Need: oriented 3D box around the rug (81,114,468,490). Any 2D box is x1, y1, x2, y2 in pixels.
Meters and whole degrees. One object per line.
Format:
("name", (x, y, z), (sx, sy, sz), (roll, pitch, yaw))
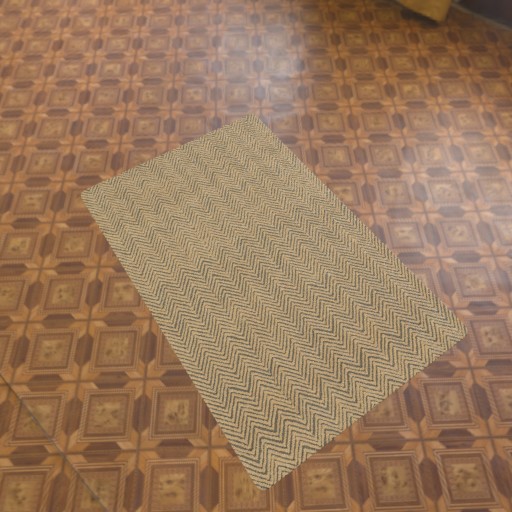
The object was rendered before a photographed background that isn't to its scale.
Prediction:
("rug", (0.000, 0.000, 2.201), (1.144, 0.008, 1.752), (-30, 63, -17))
